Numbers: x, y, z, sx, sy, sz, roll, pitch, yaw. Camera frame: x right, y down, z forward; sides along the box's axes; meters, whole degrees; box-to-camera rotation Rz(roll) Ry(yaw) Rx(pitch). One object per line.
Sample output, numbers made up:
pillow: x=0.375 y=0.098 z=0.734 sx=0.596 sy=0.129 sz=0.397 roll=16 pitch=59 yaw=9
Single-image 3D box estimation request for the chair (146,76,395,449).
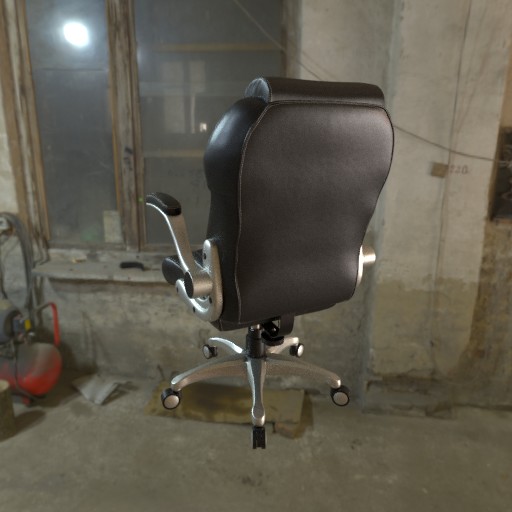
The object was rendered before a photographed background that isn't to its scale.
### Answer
chair: x=0.000 y=0.000 z=1.621 sx=0.724 sy=1.141 sz=0.801 roll=-8 pitch=17 yaw=-27
